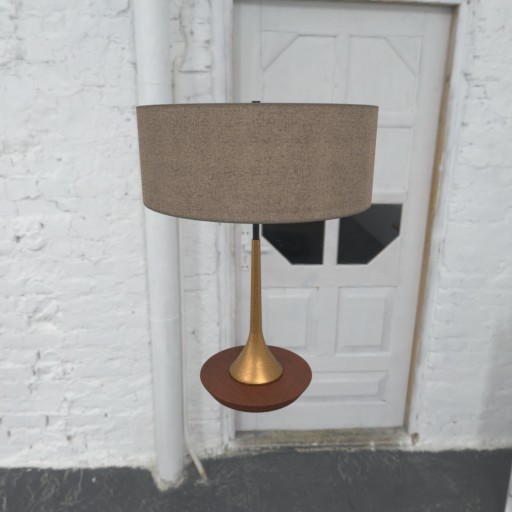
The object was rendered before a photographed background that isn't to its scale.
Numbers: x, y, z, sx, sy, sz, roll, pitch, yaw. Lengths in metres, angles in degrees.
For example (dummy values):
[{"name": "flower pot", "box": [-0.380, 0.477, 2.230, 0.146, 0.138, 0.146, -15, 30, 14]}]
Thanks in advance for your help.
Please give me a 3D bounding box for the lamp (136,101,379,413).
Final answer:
[{"name": "lamp", "box": [0.000, 0.000, 0.834, 0.396, 0.551, 0.417, -8, 19, -25]}]
